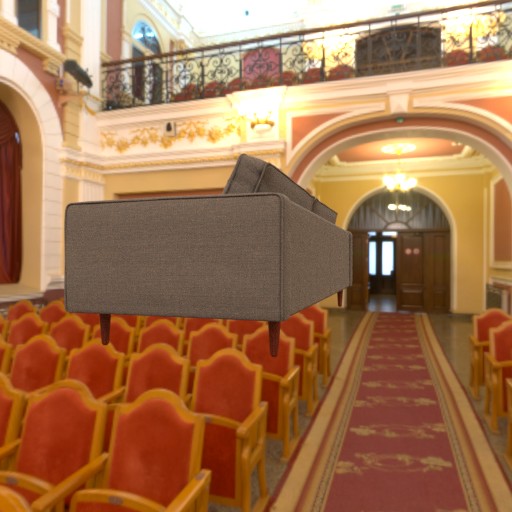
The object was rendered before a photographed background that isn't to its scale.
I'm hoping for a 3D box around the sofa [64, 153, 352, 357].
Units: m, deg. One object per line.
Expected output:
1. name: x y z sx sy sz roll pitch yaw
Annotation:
1. sofa: 0.000 0.000 2.634 0.914 0.762 2.198 0 -1 18
